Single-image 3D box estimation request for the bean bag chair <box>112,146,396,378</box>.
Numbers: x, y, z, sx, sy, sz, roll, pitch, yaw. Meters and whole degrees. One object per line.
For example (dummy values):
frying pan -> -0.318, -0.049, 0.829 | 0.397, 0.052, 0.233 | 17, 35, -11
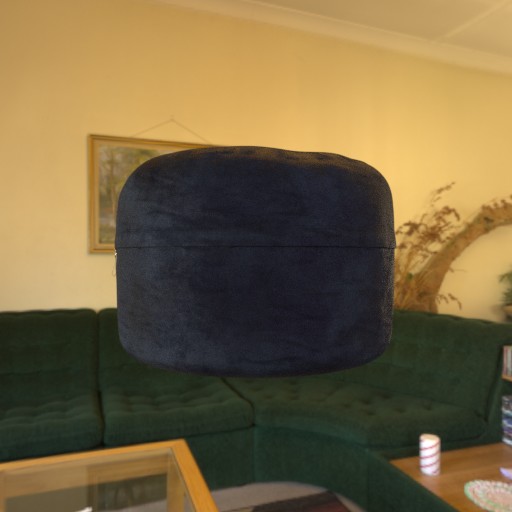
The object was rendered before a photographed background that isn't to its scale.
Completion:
bean bag chair -> 0.000, 0.000, 1.514 | 0.918, 0.616, 0.918 | 0, 0, 0
